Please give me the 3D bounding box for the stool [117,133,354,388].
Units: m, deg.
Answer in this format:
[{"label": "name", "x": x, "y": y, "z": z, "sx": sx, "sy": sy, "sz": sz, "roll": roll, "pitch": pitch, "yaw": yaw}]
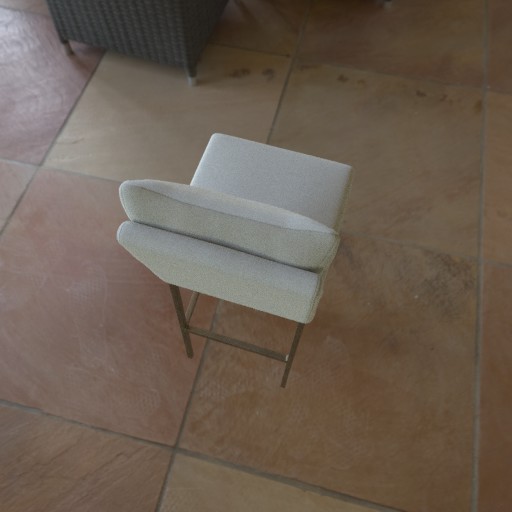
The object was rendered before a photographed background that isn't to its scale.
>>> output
[{"label": "stool", "x": 0.000, "y": 0.000, "z": 1.424, "sx": 0.463, "sy": 1.125, "sz": 0.572, "roll": 15, "pitch": 64, "yaw": 8}]
